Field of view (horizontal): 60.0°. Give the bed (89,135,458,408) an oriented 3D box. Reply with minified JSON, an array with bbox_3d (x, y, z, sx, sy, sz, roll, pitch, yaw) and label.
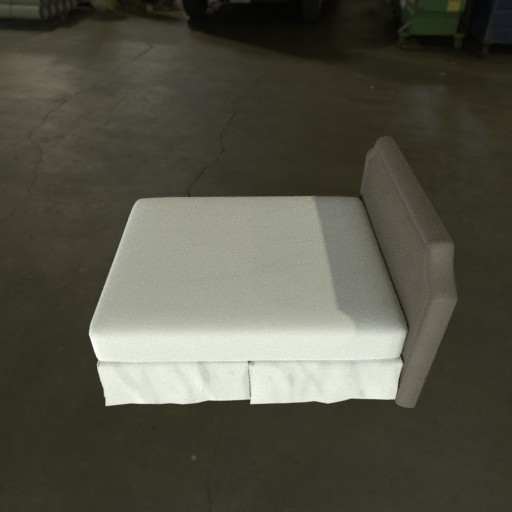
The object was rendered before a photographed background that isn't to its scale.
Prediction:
[{"bbox_3d":[0.000,0.000,3.335,2.181,1.297,1.831,0,40,-1],"label":"bed"}]
